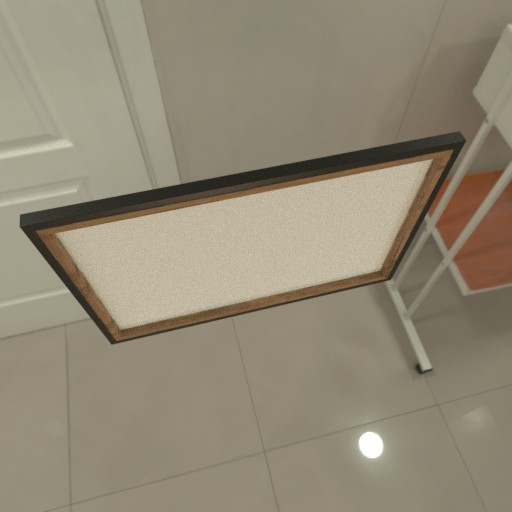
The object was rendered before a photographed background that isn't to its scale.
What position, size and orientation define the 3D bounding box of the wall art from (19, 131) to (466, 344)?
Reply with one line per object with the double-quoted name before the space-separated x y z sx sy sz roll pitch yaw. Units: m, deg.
"wall art" 0.000 0.000 0.831 0.659 0.446 0.022 -12 59 -7
